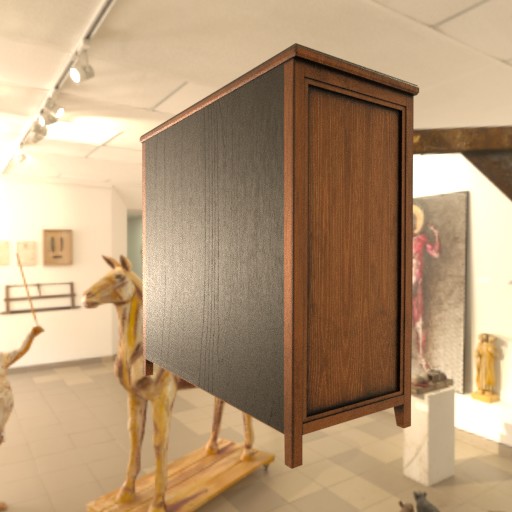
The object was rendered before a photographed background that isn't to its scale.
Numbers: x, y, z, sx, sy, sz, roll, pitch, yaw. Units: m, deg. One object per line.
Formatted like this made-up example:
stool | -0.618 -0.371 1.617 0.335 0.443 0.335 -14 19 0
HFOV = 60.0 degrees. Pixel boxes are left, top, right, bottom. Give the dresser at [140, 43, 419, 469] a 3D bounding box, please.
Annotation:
dresser | 0.000 0.000 1.941 0.591 1.224 1.250 0 1 -35
